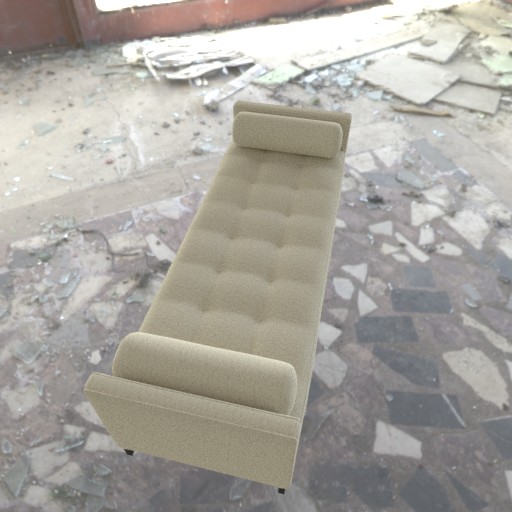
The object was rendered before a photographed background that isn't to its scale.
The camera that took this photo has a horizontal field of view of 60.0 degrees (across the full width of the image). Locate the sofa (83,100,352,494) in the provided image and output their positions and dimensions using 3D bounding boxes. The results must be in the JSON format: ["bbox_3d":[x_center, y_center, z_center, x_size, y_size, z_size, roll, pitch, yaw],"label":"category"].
[{"bbox_3d":[0.000,0.000,2.266,0.746,0.641,1.985,10,48,9],"label":"sofa"}]
